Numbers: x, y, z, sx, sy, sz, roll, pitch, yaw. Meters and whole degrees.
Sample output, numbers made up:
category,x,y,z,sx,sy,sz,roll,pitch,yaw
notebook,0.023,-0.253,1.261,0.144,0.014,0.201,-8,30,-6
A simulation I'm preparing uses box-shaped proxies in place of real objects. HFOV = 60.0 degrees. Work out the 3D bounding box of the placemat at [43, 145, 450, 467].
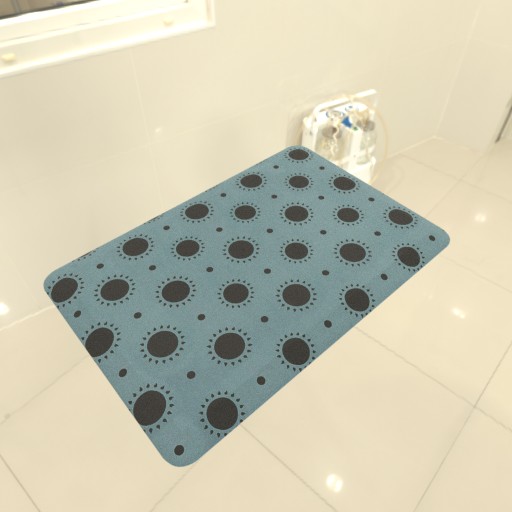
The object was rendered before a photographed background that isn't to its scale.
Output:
category,x,y,z,sx,sy,sz,roll,pitch,yaw
placemat,0.000,0.000,0.955,0.762,0.021,0.508,-33,56,-26
